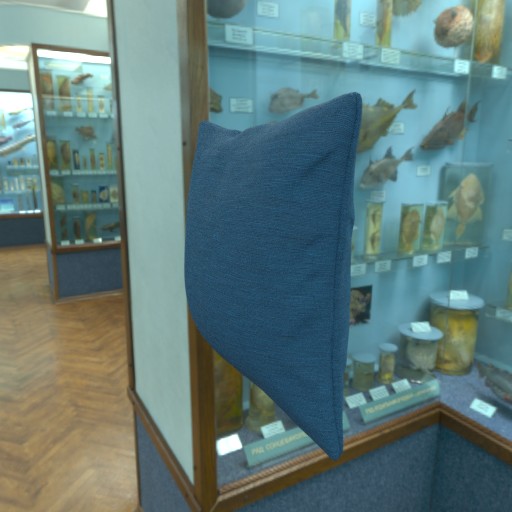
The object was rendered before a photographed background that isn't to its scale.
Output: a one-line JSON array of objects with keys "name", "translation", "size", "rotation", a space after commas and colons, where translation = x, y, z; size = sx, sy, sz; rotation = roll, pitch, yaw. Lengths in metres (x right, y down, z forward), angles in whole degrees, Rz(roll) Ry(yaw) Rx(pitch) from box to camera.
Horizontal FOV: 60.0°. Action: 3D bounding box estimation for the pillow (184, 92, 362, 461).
[{"name": "pillow", "translation": [0.000, 0.000, 0.668], "size": [0.177, 0.420, 0.437], "rotation": [-6, 14, -27]}]
